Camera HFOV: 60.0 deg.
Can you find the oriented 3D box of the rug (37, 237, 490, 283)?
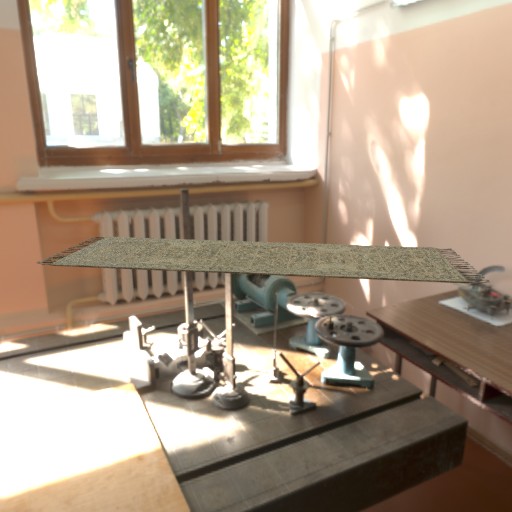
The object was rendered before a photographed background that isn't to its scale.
[{"bbox_3d":[0.000,0.000,2.913,2.664,0.011,0.762,2,16,8],"label":"rug"}]
